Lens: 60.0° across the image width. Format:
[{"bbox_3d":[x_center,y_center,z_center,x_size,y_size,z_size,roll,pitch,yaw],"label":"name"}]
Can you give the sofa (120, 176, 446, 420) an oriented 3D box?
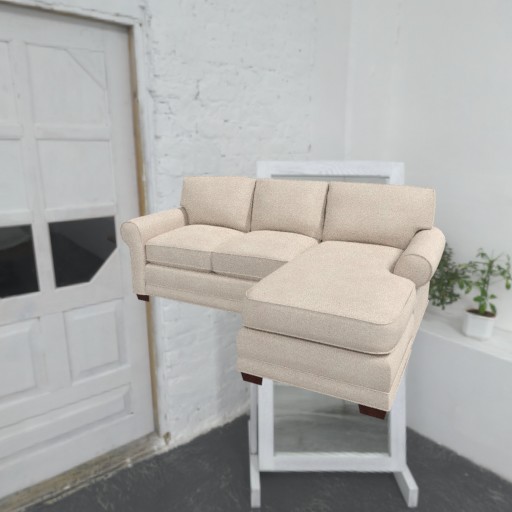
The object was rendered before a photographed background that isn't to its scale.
[{"bbox_3d":[0.000,0.000,2.350,1.770,0.734,1.226,8,17,26],"label":"sofa"}]
